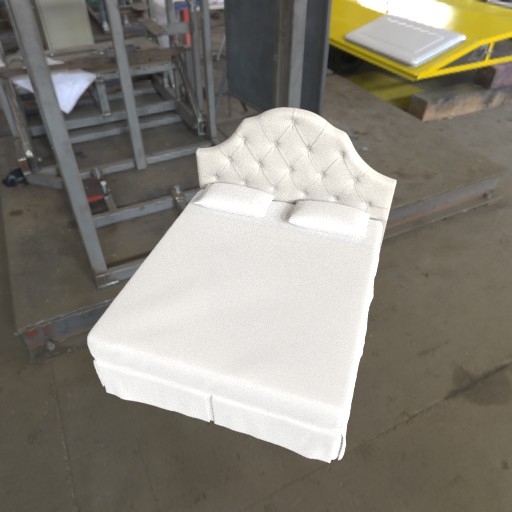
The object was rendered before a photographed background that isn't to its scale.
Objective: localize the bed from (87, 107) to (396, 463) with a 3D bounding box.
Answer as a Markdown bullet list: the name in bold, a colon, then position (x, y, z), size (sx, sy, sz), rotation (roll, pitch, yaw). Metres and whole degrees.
- **bed**: position (0.000, 0.000, 3.619), size (2.008, 1.615, 2.214), rotation (12, 43, 14)
